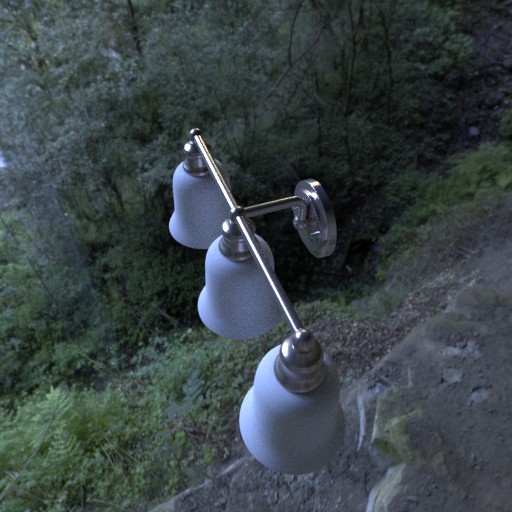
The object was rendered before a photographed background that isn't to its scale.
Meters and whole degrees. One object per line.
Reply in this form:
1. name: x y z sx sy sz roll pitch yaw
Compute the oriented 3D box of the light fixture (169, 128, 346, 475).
1. light fixture: 0.000 0.000 0.675 0.198 0.211 0.570 -15 48 -14
